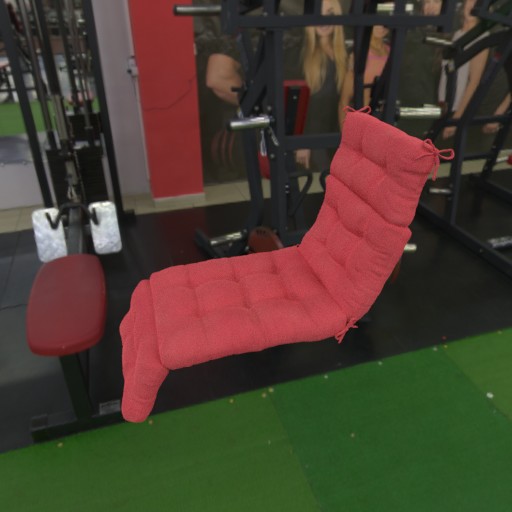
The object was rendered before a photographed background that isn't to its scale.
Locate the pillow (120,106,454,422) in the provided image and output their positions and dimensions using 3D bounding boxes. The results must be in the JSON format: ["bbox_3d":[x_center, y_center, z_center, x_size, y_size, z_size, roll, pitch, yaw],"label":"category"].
[{"bbox_3d":[0.000,0.000,1.519,1.016,0.863,0.526,-8,32,-13],"label":"pillow"}]
